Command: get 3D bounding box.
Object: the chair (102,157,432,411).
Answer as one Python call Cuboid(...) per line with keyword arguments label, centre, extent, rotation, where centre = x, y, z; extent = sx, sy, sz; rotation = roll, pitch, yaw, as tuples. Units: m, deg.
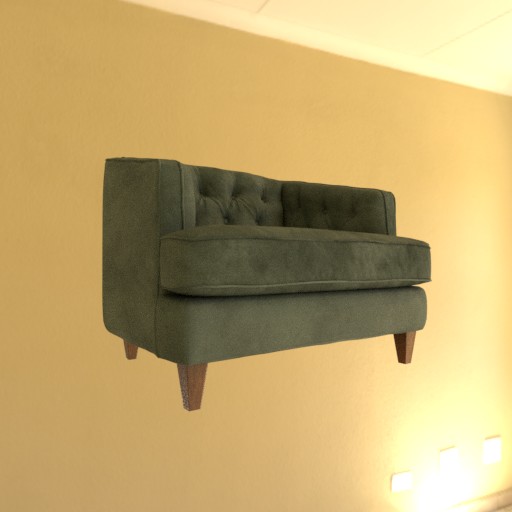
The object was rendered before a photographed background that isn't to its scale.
Cuboid(label="chair", centre=(0.000, 0.000, 1.783), extent=(1.104, 0.852, 0.941), rotation=(0, -1, -35))
